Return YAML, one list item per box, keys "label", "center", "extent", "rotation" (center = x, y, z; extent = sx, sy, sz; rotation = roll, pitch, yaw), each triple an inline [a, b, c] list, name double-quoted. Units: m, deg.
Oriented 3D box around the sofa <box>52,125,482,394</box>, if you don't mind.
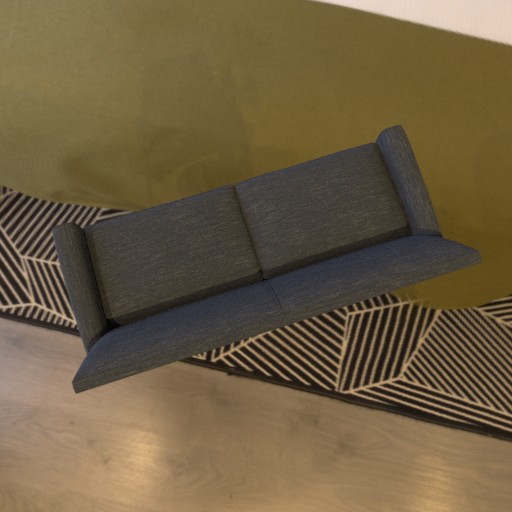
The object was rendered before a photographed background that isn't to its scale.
- label: "sofa"
  center: [0.000, 0.000, 2.451]
  extent: [1.976, 0.846, 0.875]
  rotation: [-17, 77, -4]
